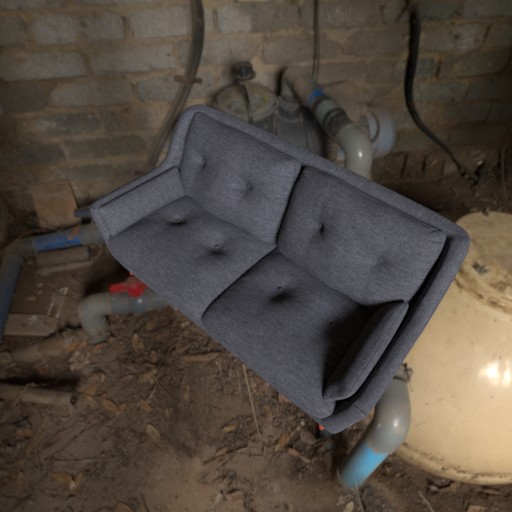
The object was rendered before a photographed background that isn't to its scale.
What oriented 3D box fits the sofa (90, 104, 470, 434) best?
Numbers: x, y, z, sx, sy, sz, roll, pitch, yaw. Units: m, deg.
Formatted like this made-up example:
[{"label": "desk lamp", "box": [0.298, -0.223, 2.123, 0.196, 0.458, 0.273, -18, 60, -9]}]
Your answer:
[{"label": "sofa", "box": [0.000, 0.000, 2.477, 1.929, 0.896, 0.975, 33, 55, 27]}]
